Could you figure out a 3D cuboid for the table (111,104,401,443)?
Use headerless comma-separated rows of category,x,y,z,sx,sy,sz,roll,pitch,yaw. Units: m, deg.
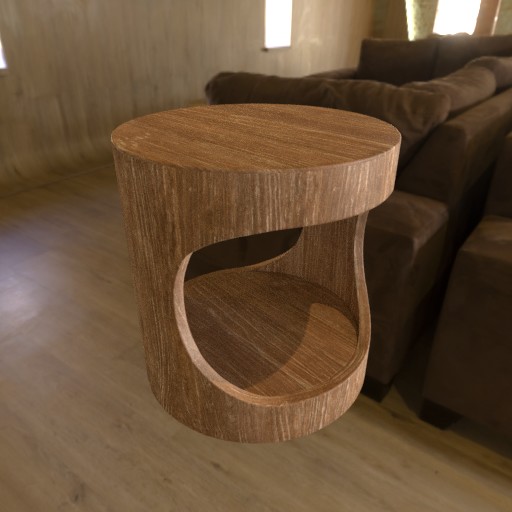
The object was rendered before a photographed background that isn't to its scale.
table,0.000,0.000,0.967,0.527,0.551,0.527,0,28,0
